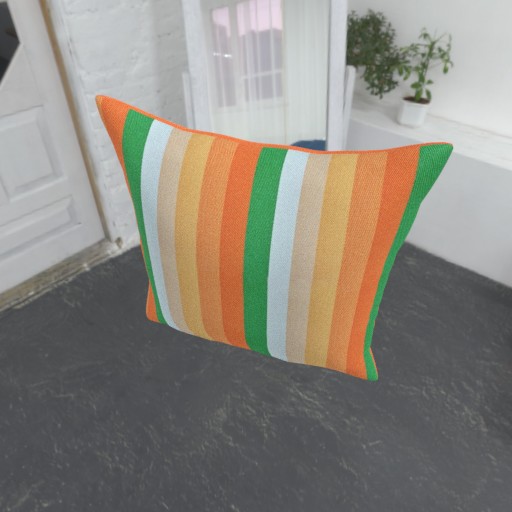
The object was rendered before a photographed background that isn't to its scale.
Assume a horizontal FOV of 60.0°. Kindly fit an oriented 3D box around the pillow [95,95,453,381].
[{"bbox_3d":[0.000,0.000,0.679,0.453,0.444,0.169,13,42,14],"label":"pillow"}]
